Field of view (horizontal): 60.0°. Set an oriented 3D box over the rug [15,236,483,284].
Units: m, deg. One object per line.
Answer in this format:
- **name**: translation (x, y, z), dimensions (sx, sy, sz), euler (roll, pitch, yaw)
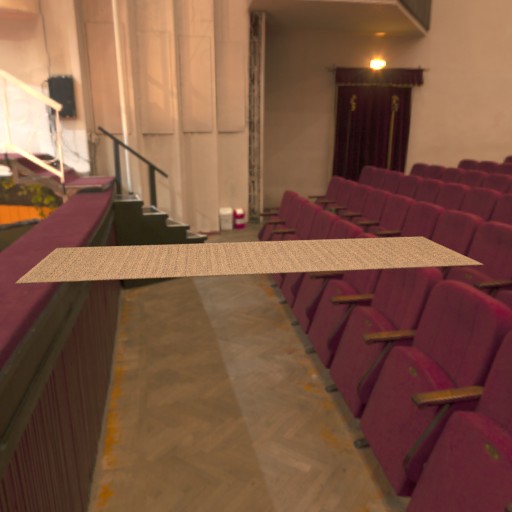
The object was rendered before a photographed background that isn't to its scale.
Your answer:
- **rug**: translation (0.000, 0.000, 2.615), dimensions (2.437, 0.005, 0.688), euler (-2, 16, -7)
